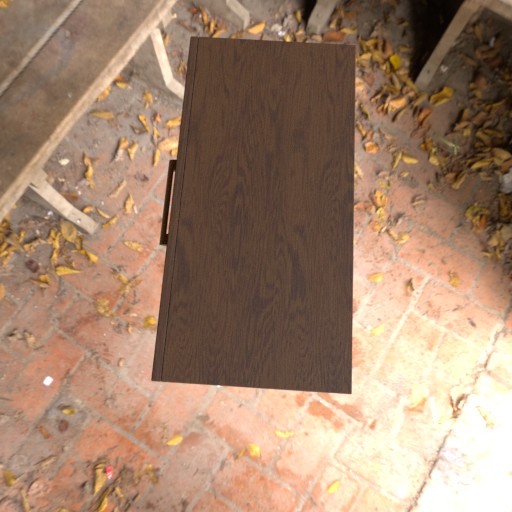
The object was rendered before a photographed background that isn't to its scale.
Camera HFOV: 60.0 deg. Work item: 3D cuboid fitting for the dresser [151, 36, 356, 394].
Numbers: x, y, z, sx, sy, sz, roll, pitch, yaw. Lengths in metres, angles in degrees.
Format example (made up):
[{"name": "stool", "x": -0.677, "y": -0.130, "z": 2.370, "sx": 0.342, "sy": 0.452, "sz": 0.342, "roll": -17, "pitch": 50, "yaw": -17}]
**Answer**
[{"name": "dresser", "x": 0.000, "y": 0.000, "z": 1.807, "sx": 0.516, "sy": 1.320, "sz": 0.964, "roll": 4, "pitch": 76, "yaw": 1}]
